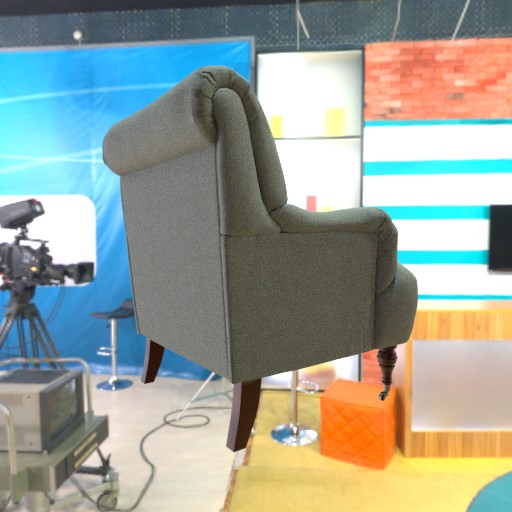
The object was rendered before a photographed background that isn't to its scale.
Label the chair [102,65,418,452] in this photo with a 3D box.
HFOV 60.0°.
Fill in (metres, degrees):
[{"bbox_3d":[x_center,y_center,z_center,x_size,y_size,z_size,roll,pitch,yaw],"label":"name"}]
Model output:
[{"bbox_3d":[0.000,0.000,1.902,1.060,1.178,0.964,-2,3,-35],"label":"chair"}]
